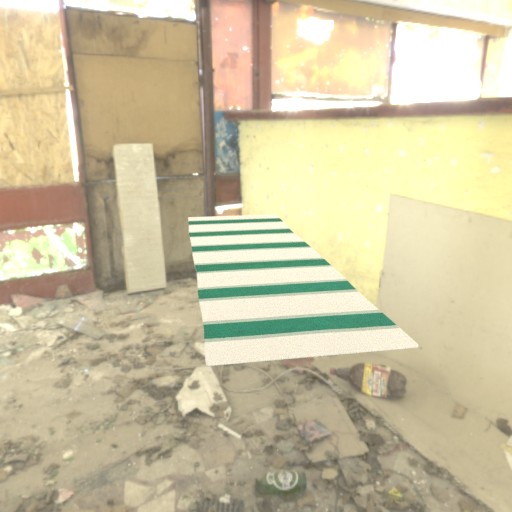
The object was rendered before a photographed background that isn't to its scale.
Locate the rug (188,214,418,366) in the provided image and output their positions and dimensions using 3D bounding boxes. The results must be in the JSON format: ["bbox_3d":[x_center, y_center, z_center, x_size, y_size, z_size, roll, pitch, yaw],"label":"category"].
[{"bbox_3d":[0.000,0.000,2.682,0.768,0.012,2.438,-3,17,-9],"label":"rug"}]
